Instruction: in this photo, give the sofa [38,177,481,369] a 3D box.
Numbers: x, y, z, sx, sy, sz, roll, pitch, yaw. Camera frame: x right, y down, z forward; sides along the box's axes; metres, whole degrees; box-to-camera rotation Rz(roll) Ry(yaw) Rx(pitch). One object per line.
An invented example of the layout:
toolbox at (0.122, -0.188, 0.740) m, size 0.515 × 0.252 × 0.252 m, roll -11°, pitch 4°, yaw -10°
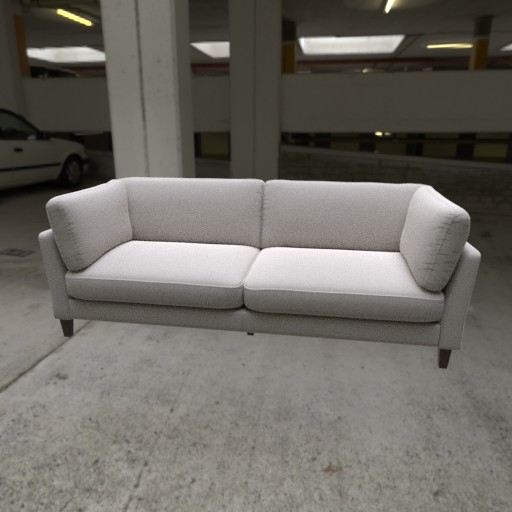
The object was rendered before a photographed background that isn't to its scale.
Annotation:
sofa at (0.000, 0.000, 2.733) m, size 2.301 × 0.863 × 0.957 m, roll 3°, pitch 17°, yaw 9°
